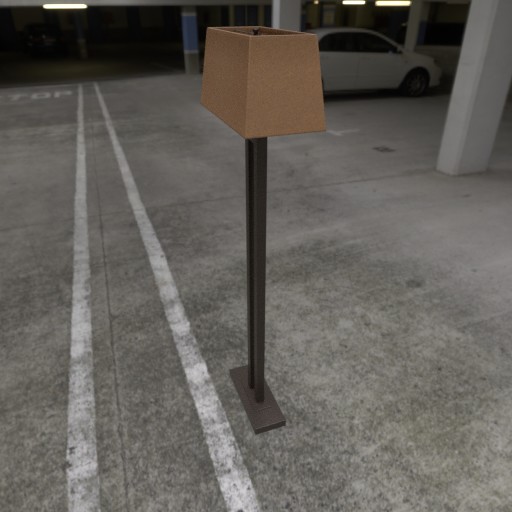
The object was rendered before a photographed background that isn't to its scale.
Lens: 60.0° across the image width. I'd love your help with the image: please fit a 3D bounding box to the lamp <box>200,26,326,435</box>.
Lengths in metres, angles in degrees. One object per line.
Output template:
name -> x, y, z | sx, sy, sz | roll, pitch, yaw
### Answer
lamp -> 0.000, 0.000, 1.609 | 0.233, 1.469, 0.475 | -10, 32, -17
